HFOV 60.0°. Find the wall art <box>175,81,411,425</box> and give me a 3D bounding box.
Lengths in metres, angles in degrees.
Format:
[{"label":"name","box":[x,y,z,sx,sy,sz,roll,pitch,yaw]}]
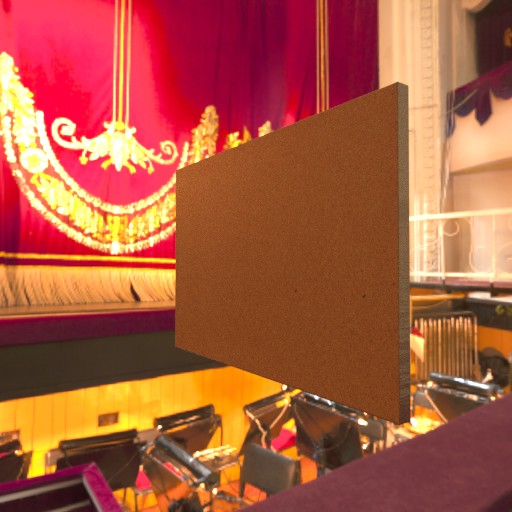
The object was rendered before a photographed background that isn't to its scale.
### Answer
[{"label":"wall art","box":[0.000,0.000,0.784,0.021,0.410,0.615,1,-1,-35]}]
